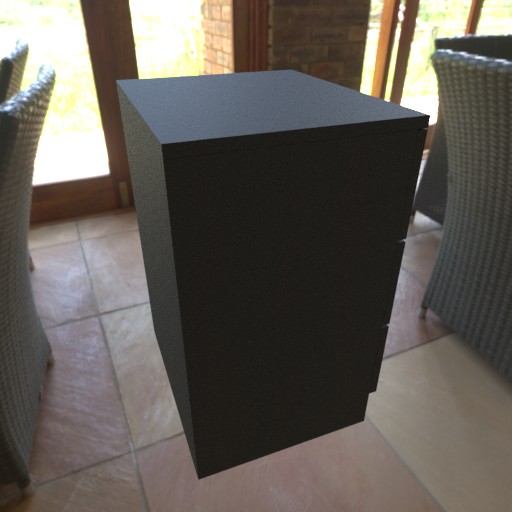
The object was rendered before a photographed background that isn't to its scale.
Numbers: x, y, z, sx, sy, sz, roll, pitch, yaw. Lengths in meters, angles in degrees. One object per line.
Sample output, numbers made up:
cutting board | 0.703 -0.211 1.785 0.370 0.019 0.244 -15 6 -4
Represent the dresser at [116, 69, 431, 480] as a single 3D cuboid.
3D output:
dresser | 0.000 0.000 0.802 0.360 0.560 0.400 -11 33 -18
